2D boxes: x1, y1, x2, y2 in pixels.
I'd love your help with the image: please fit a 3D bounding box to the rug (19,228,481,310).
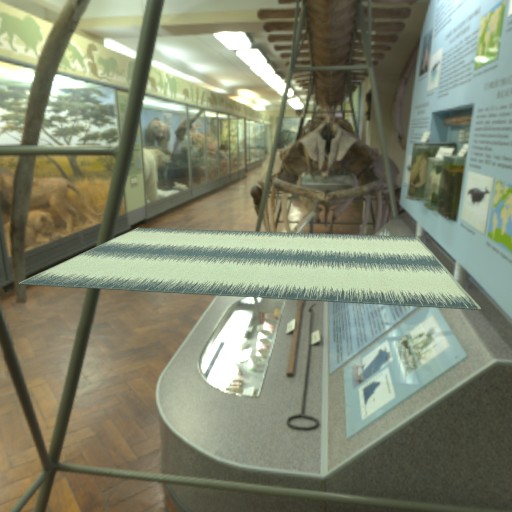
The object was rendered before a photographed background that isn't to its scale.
[{"bbox_3d":[0.000,0.000,2.324,1.854,0.006,1.234,2,15,9],"label":"rug"}]
